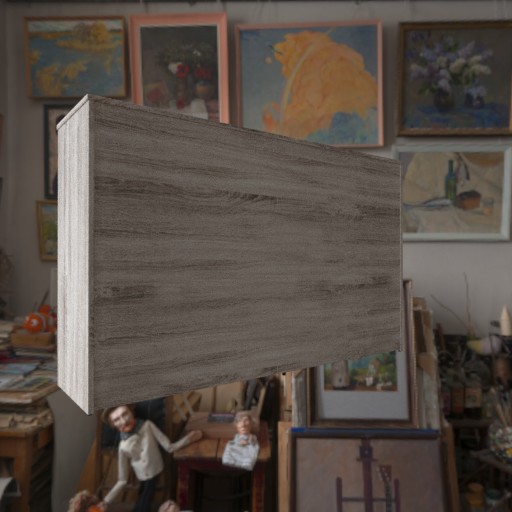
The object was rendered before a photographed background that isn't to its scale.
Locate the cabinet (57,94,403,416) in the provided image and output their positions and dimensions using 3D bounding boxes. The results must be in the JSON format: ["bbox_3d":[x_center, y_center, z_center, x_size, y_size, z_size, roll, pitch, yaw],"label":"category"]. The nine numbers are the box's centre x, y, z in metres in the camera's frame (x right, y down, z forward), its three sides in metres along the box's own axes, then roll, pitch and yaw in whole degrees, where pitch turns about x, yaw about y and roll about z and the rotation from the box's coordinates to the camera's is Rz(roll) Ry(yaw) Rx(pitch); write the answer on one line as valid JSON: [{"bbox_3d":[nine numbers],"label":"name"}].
[{"bbox_3d":[0.000,0.000,1.817,1.450,0.900,0.380,0,0,-36],"label":"cabinet"}]
